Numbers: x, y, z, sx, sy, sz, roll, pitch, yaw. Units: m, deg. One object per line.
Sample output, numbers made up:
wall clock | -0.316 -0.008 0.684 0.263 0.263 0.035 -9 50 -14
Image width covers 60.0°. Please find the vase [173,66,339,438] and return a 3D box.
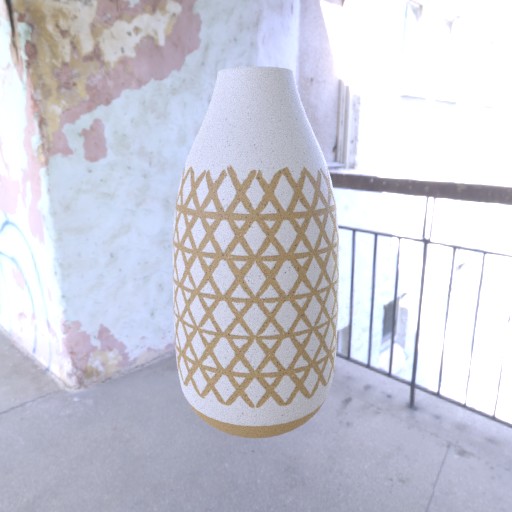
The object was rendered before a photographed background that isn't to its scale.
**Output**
vase | 0.000 0.000 0.491 0.186 0.380 0.186 0 16 0
